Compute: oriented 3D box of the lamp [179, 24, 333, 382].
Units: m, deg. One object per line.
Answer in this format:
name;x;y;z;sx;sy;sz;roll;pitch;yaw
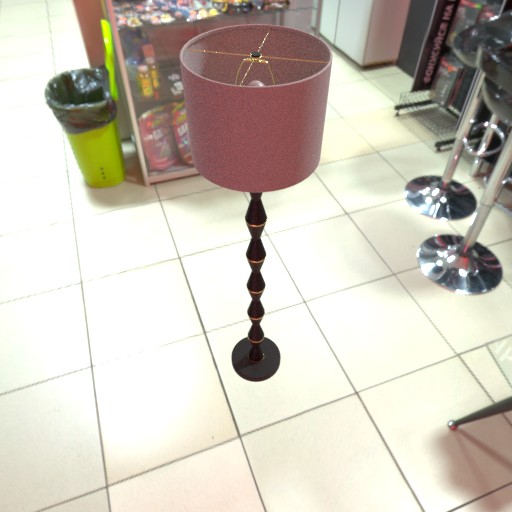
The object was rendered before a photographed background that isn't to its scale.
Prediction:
lamp;0.000;0.000;1.642;0.381;1.480;0.381;9;47;9
